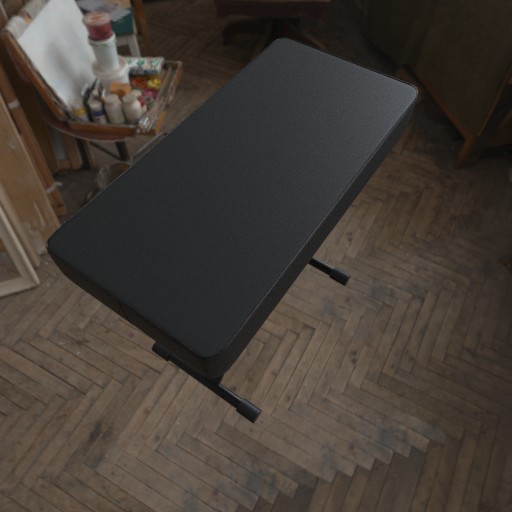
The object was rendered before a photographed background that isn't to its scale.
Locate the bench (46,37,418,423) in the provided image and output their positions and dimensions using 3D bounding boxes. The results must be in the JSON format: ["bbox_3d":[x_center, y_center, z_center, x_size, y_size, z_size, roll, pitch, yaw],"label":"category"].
[{"bbox_3d":[0.000,0.000,0.914,0.300,0.561,0.600,30,62,18],"label":"bench"}]
